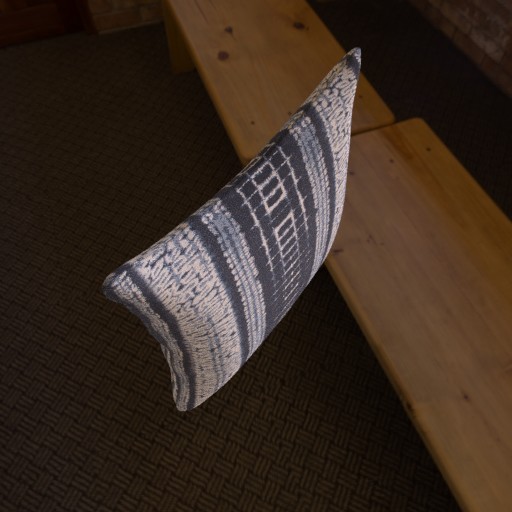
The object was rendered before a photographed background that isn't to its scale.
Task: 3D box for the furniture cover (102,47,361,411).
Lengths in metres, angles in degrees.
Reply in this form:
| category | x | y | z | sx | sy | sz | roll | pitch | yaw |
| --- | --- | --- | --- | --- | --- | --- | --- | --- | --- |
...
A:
| category | x | y | z | sx | sy | sz | roll | pitch | yaw |
| --- | --- | --- | --- | --- | --- | --- | --- | --- | --- |
| furniture cover | 0.000 | 0.000 | 0.642 | 0.133 | 0.435 | 0.425 | 33 | 63 | 19 |
